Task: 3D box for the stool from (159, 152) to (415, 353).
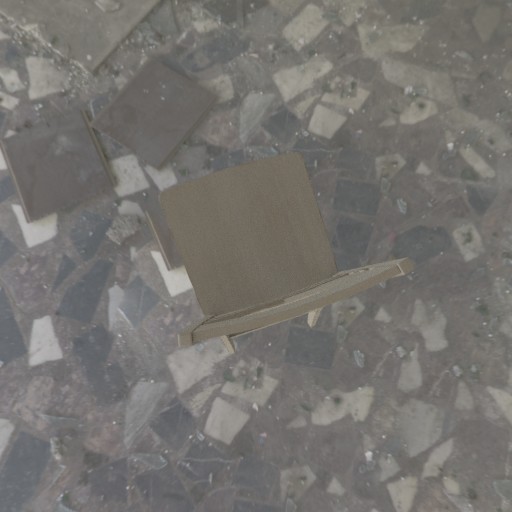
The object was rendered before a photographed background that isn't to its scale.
[{"bbox_3d":[0.000,0.000,1.394,0.462,1.079,0.539,-18,76,-5],"label":"stool"}]
